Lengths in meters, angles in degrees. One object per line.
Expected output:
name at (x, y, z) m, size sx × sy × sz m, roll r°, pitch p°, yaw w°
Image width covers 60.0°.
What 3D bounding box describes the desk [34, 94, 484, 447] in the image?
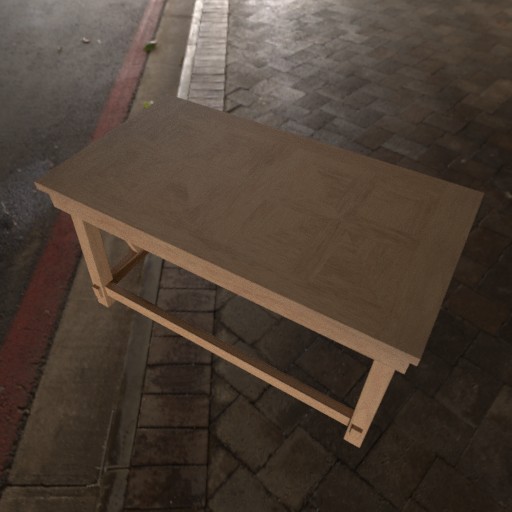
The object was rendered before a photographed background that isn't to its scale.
desk at (0.000, 0.000, 1.953) m, size 1.499 × 0.762 × 0.813 m, roll 24°, pitch 51°, yaw 21°
